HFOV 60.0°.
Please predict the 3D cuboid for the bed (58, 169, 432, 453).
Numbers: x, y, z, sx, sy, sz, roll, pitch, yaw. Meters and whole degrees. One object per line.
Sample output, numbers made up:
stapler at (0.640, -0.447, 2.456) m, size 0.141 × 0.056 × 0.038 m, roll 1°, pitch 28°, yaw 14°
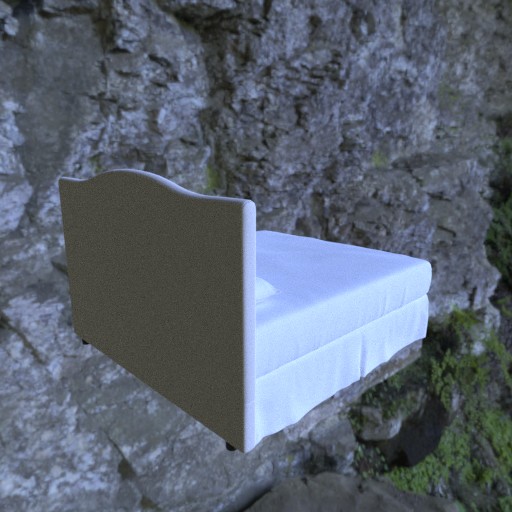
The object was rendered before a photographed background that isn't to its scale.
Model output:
bed at (0.000, 0.000, 3.497) m, size 2.182 × 1.421 × 2.083 m, roll -13°, pitch 19°, yaw -43°
